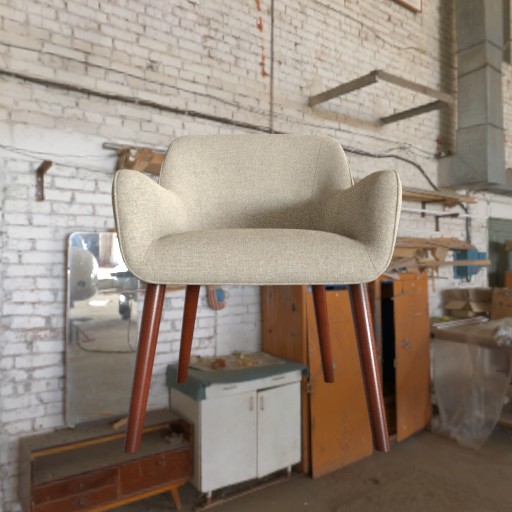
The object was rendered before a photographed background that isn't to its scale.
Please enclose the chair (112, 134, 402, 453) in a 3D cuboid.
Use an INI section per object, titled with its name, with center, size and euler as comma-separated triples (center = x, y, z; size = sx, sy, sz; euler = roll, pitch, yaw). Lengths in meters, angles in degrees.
[chair]
center = 0.000, 0.000, 1.203
size = 0.610, 0.813, 0.610
euler = 0, 0, 0
